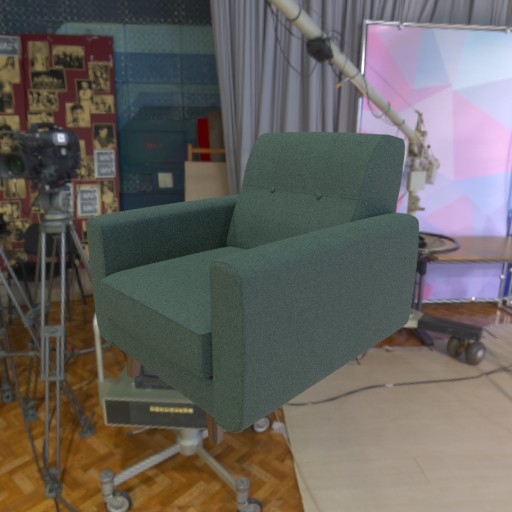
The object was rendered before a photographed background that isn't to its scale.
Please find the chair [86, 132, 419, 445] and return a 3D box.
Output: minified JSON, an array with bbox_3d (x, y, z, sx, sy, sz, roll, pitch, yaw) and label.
[{"bbox_3d":[0.000,0.000,1.565,0.909,0.841,0.831,-15,22,-41],"label":"chair"}]
